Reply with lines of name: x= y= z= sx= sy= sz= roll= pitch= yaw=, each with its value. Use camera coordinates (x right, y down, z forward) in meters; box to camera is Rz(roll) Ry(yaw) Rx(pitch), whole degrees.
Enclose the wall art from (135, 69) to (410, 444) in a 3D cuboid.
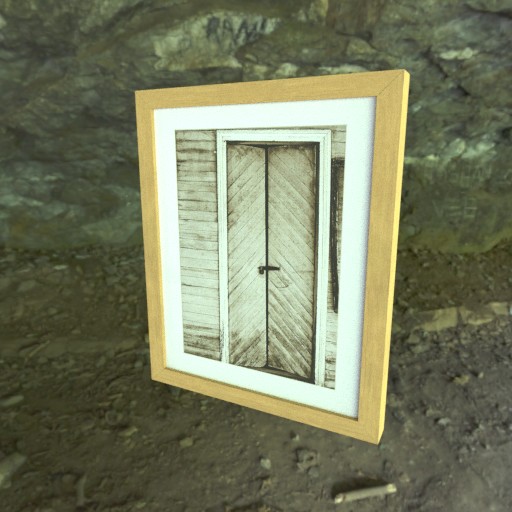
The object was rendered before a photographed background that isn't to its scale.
wall art: x=0.000 y=0.000 z=0.519 sx=0.312 sy=0.380 sz=0.030 roll=7 pitch=15 yaw=26
